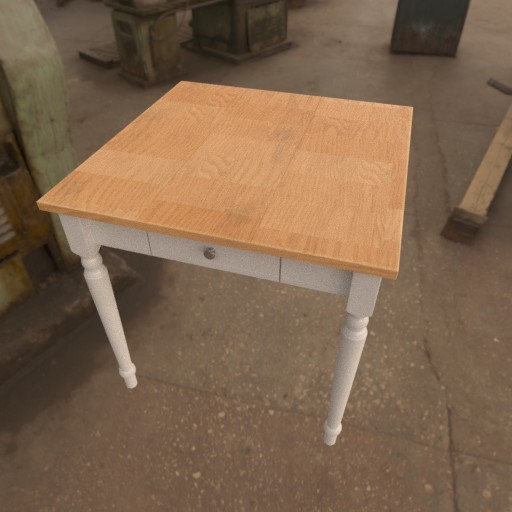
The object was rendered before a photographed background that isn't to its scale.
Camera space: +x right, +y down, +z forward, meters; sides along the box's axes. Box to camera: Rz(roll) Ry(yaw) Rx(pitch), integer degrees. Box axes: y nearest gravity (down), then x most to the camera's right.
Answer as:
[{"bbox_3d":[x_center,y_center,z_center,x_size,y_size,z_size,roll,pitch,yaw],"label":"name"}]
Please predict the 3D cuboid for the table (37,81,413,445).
[{"bbox_3d":[0.000,0.000,1.368,0.747,0.738,0.747,11,42,13],"label":"table"}]
